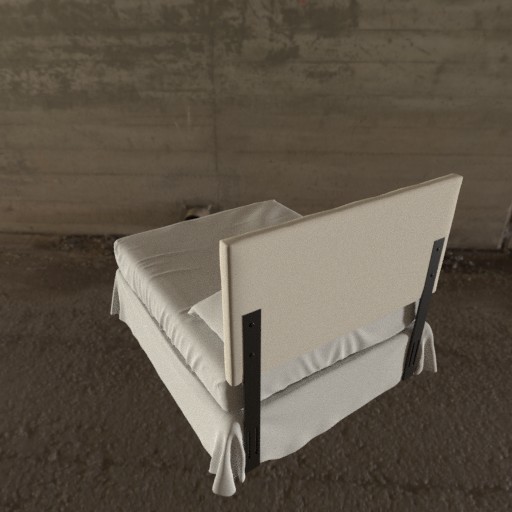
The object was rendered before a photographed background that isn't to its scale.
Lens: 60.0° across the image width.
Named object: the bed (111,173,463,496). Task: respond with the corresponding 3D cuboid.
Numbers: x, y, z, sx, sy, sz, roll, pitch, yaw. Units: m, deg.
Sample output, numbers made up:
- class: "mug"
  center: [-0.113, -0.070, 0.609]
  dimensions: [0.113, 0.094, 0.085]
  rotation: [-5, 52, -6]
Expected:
- class: "bed"
  center: [0.000, 0.000, 3.380]
  dimensions: [1.936, 1.577, 2.222]
  rotation: [-18, 34, -28]
